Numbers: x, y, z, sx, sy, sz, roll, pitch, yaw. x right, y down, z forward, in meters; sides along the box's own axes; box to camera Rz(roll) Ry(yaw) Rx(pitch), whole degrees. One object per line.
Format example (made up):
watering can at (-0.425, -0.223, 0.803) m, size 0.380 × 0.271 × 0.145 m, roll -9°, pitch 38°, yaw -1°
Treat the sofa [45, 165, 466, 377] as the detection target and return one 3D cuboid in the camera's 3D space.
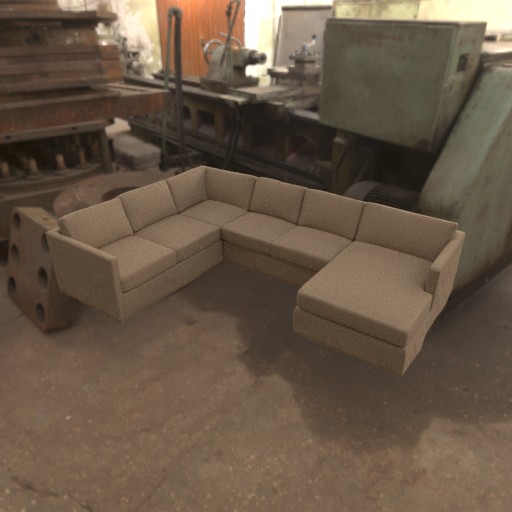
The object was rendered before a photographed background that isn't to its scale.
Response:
sofa at (0.000, 0.000, 4.512) m, size 3.460 × 0.882 × 2.427 m, roll 19°, pitch 33°, yaw 31°
